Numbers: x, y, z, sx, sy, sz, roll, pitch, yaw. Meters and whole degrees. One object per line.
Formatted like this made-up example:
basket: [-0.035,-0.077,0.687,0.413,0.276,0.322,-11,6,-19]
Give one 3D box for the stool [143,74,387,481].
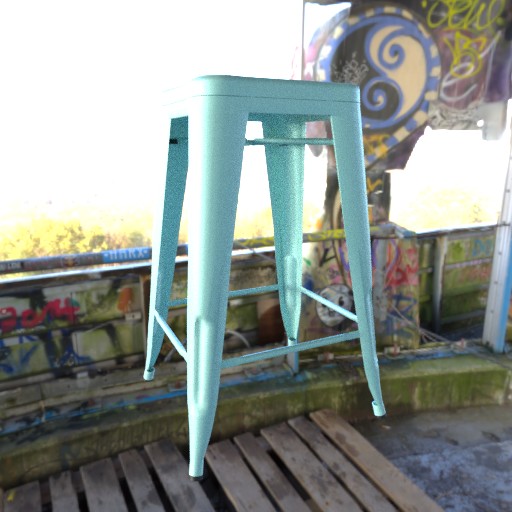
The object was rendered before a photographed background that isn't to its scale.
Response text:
stool: [0.000,0.000,0.852,0.399,0.609,0.359,-7,16,-25]
